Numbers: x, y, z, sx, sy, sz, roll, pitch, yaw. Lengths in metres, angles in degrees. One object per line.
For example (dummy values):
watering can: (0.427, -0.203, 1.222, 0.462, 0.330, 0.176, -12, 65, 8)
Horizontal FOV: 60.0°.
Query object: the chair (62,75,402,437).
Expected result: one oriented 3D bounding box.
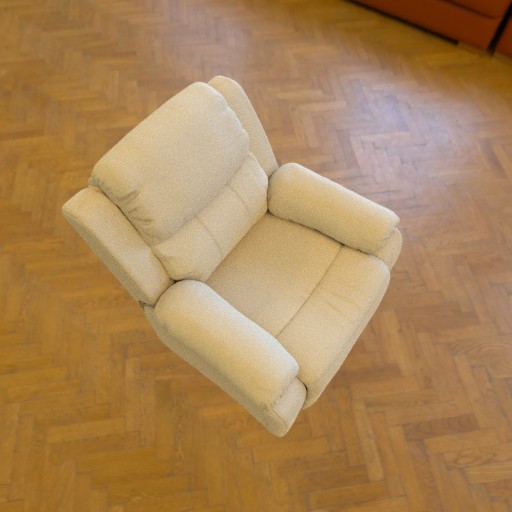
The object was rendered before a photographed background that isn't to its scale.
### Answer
chair: (0.000, 0.000, 1.263, 0.709, 0.702, 0.680, 32, 64, 17)
